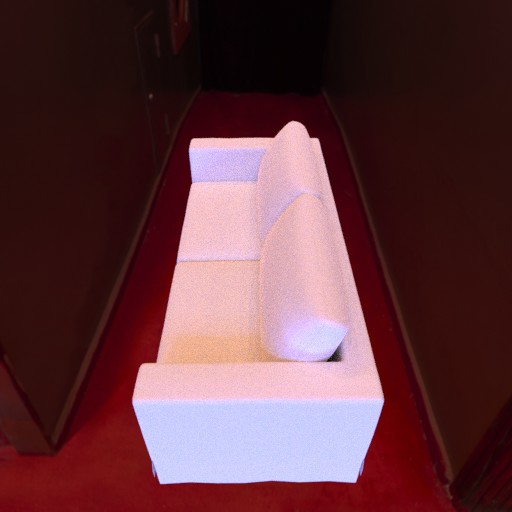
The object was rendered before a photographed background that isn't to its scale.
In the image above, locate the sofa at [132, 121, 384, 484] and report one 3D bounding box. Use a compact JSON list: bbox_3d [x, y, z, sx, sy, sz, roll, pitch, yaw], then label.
[{"bbox_3d":[0.000,0.000,2.560,0.954,0.881,2.163,0,41,0],"label":"sofa"}]
